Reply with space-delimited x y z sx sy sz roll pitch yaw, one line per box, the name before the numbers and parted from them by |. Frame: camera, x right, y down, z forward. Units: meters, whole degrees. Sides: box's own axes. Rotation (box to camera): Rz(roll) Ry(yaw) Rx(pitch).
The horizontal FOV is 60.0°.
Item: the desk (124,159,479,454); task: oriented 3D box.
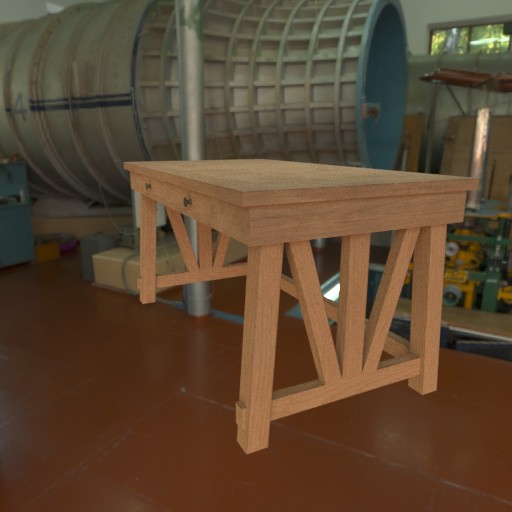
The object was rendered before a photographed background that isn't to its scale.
desk | 0.000 0.000 1.955 0.813 0.762 1.499 -7 16 -25
